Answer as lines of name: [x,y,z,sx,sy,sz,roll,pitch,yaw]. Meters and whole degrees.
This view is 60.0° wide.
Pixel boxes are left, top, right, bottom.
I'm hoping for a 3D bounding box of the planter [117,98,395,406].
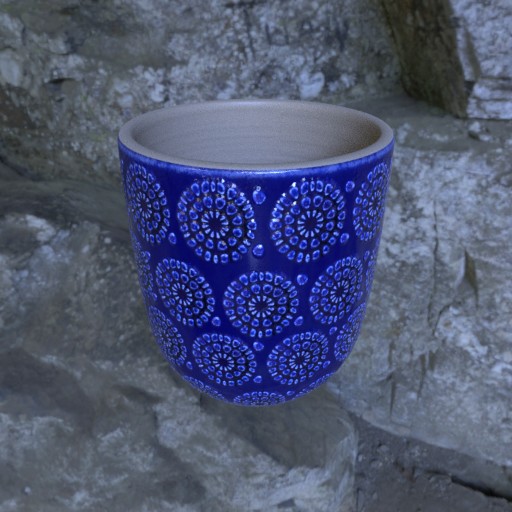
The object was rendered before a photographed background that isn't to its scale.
planter: [0.000,0.000,0.350,0.184,0.206,0.184,0,30,0]
